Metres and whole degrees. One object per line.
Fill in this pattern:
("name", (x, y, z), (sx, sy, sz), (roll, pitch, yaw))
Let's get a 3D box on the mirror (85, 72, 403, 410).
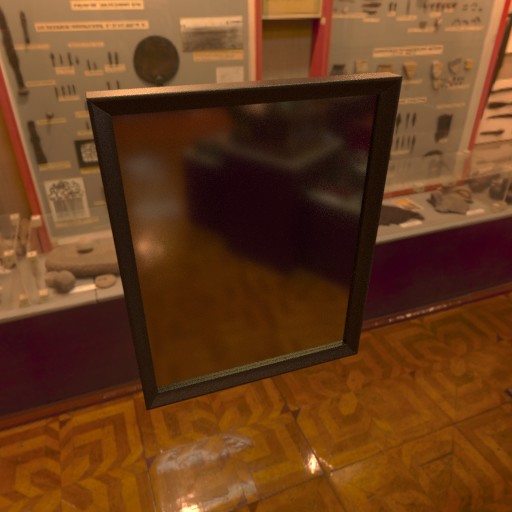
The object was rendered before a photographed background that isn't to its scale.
("mirror", (0.000, 0.000, 0.688), (0.406, 0.509, 0.041), (-10, 33, -16))
